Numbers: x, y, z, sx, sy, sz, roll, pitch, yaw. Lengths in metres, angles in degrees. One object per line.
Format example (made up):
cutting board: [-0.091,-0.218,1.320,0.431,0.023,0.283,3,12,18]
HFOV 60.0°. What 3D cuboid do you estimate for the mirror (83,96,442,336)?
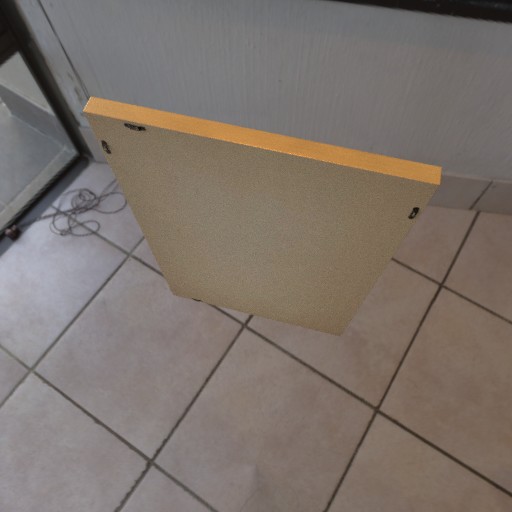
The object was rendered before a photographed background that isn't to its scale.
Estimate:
mirror: [0.000,0.000,1.153,0.609,0.915,0.040,13,65,6]
